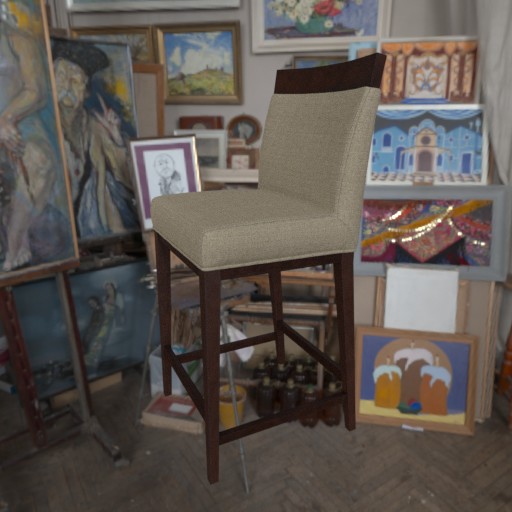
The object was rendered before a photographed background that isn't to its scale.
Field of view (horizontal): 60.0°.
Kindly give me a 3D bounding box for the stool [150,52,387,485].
[{"bbox_3d":[0.000,0.000,1.235,0.480,1.011,0.463,-9,20,-25],"label":"stool"}]
